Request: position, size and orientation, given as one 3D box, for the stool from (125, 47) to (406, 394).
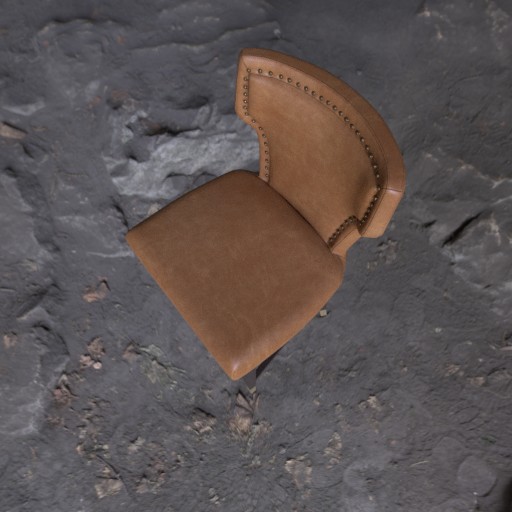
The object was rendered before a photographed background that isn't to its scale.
[{"bbox_3d":[0.000,0.000,1.326,0.563,0.982,0.526,-36,69,-16],"label":"stool"}]
